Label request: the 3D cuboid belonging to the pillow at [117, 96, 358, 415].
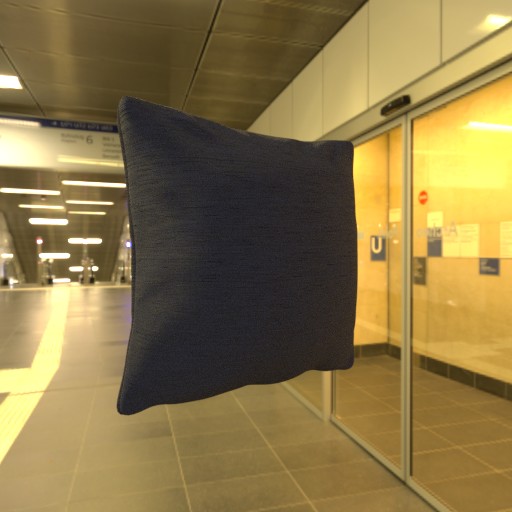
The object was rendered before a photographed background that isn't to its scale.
[{"bbox_3d":[0.000,0.000,0.690,0.432,0.414,0.246,0,0,-35],"label":"pillow"}]
